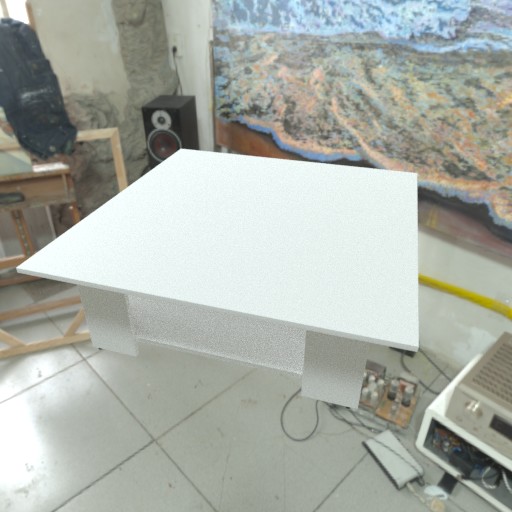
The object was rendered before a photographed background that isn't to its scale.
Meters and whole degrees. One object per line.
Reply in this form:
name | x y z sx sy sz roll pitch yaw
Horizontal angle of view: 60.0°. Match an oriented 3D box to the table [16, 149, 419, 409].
table | 0.000 0.000 1.356 0.890 0.305 0.890 9 33 14
